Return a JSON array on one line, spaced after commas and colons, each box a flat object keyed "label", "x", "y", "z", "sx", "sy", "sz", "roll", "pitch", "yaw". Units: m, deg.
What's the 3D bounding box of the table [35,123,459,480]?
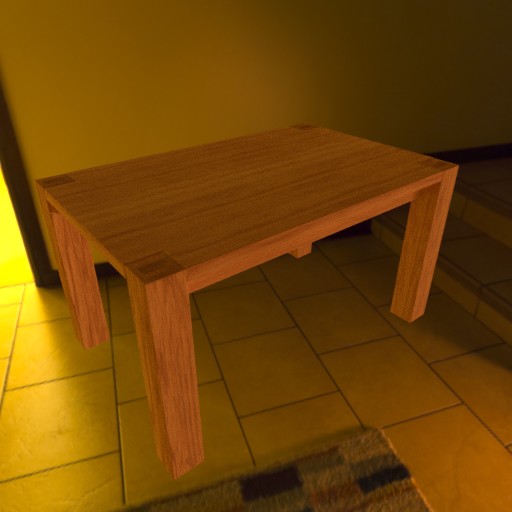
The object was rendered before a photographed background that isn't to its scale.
[{"label": "table", "x": 0.000, "y": 0.000, "z": 1.919, "sx": 1.400, "sy": 0.760, "sz": 0.900, "roll": -22, "pitch": 37, "yaw": -33}]
